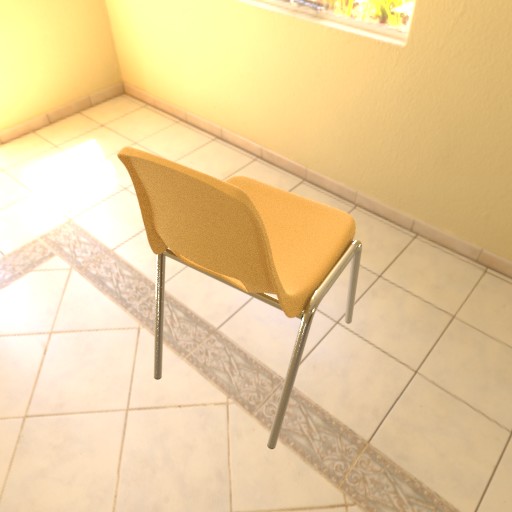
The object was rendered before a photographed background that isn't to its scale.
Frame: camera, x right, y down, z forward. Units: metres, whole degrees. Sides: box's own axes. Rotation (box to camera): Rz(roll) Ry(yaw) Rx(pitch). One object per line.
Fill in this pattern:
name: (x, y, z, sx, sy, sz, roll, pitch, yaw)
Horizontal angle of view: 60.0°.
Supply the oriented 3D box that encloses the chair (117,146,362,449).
chair: (0.000, 0.000, 0.952, 0.381, 0.704, 0.436, 23, 50, 21)
